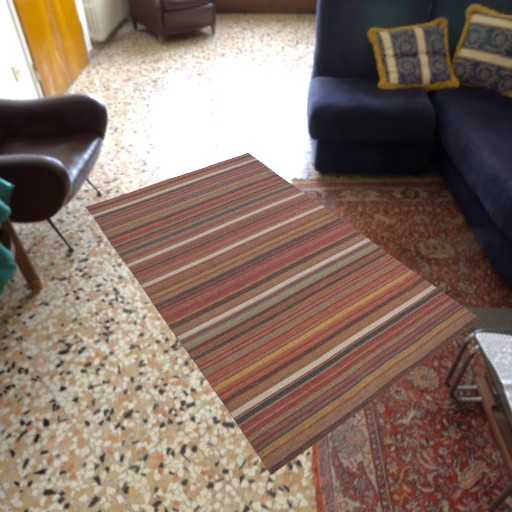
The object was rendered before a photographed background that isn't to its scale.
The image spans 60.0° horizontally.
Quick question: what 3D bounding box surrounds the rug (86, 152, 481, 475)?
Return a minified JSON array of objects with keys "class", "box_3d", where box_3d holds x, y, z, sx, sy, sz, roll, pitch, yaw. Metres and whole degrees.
[{"class":"rug","box_3d":[0.000,0.000,3.003,1.523,0.008,2.438,-25,47,-25]}]
